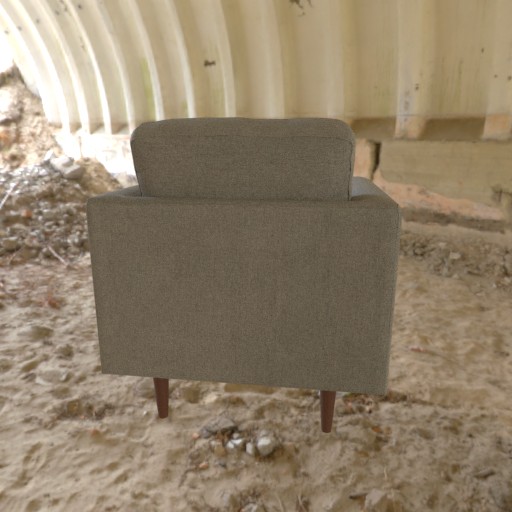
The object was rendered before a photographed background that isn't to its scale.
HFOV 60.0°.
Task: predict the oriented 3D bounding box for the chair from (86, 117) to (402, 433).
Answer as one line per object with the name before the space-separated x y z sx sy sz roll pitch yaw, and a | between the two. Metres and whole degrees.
chair | 0.000 0.000 1.581 0.855 0.927 0.800 2 16 8
